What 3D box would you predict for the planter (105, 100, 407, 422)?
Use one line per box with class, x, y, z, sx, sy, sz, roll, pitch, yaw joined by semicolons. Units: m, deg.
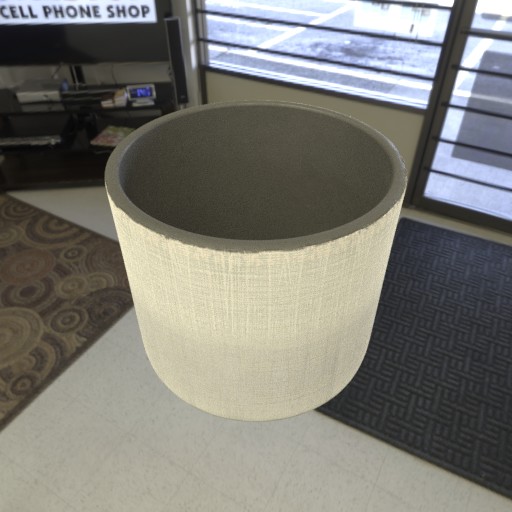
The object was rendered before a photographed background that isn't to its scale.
planter;0.000;0.000;0.398;0.226;0.201;0.226;0;41;0
